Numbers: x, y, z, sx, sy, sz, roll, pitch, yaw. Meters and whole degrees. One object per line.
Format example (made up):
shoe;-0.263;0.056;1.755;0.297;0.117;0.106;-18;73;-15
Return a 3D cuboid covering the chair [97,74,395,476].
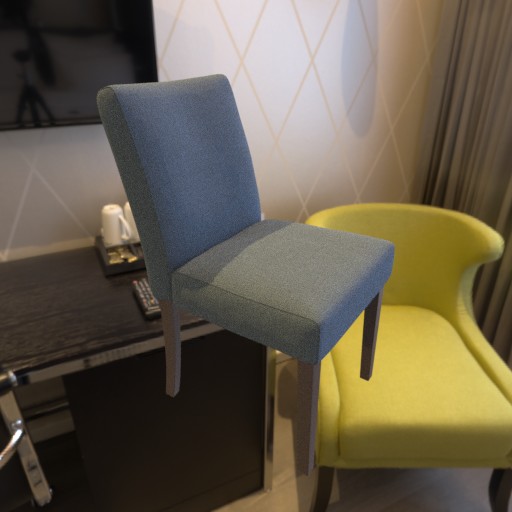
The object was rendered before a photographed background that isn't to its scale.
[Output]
chair;0.000;0.000;1.216;0.629;0.882;0.487;17;31;30
